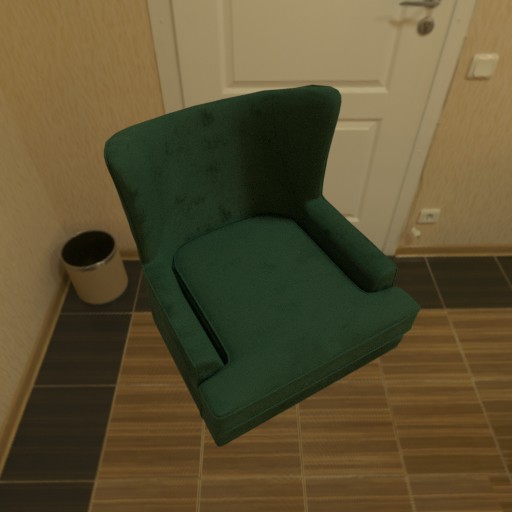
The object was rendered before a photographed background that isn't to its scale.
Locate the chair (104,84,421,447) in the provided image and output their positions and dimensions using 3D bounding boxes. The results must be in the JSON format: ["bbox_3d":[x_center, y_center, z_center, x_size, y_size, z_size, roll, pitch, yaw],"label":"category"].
[{"bbox_3d":[0.000,0.000,1.585,0.793,0.952,0.910,-23,50,-20],"label":"chair"}]
